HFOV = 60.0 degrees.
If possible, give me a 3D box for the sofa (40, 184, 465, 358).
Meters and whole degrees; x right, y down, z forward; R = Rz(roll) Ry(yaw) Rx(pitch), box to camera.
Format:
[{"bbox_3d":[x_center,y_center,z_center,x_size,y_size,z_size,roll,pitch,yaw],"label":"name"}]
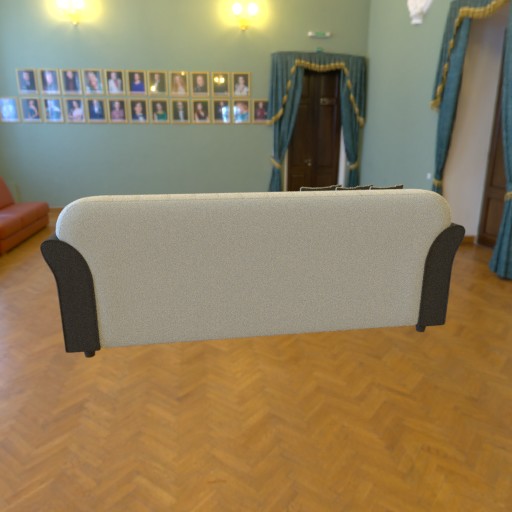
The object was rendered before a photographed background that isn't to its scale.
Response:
[{"bbox_3d":[0.000,0.000,2.462,2.001,0.787,0.755,-3,16,-9],"label":"sofa"}]
